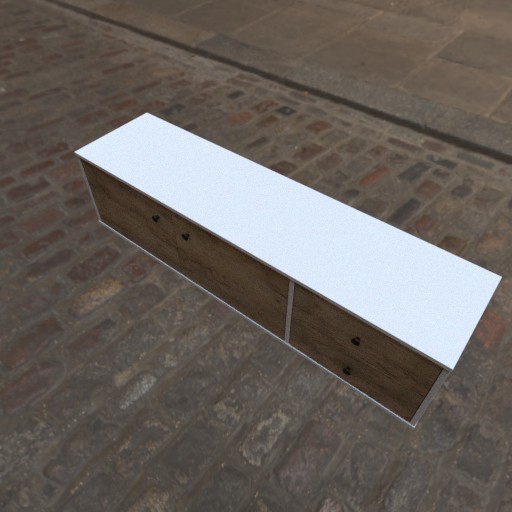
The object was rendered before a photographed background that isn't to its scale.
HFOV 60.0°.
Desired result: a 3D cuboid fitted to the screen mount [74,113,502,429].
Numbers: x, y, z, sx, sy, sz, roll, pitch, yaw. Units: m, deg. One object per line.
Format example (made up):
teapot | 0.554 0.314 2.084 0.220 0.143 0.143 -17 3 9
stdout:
screen mount | 0.000 0.000 1.781 1.600 0.520 0.418 30 54 25
